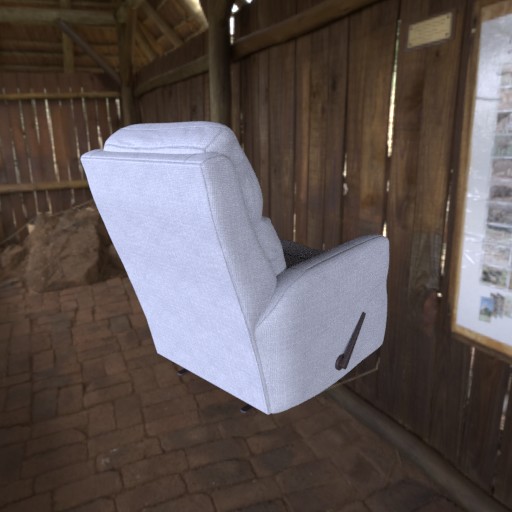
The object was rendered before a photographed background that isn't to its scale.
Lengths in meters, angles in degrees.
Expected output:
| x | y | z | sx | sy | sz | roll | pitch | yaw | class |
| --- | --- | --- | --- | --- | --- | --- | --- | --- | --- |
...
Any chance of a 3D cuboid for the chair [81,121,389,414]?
| x | y | z | sx | sy | sz | roll | pitch | yaw | class |
| --- | --- | --- | --- | --- | --- | --- | --- | --- | --- |
| 0.000 | 0.000 | 1.817 | 0.829 | 1.030 | 1.080 | 14 | 20 | 42 | chair |
